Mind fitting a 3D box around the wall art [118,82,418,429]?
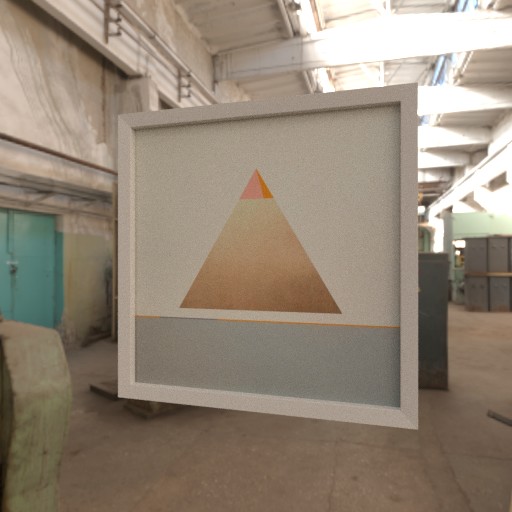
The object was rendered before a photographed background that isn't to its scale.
[{"bbox_3d":[0.000,0.000,1.883,1.289,1.291,0.098,0,0,17],"label":"wall art"}]
